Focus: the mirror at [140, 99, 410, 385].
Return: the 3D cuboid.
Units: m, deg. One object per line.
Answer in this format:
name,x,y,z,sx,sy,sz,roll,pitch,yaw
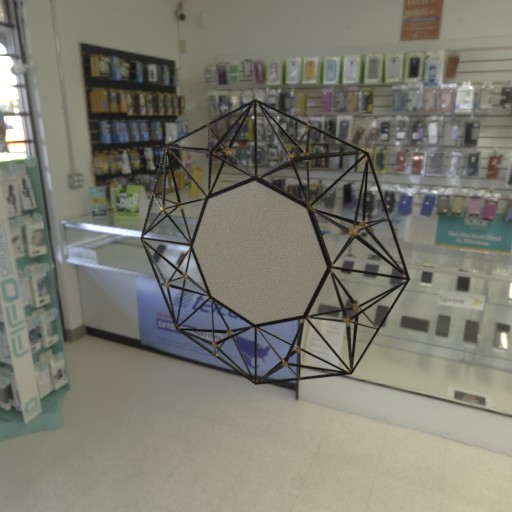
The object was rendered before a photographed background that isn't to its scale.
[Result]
mirror,0.000,0.000,1.063,0.710,0.710,0.094,9,19,26
